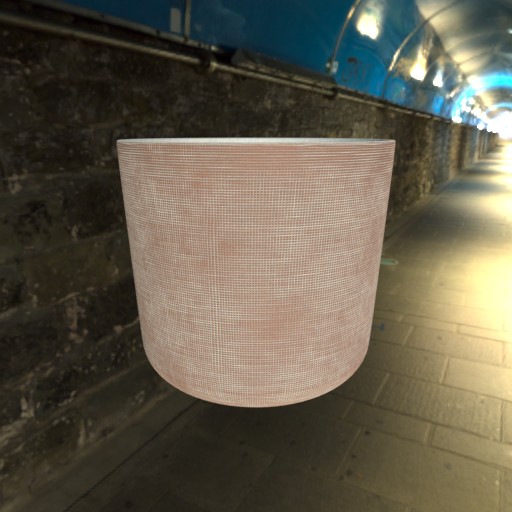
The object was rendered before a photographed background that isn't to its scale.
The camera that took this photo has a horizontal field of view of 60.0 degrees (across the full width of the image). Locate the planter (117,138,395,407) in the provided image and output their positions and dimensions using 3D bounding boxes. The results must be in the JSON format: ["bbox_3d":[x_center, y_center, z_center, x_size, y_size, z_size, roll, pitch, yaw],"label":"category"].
[{"bbox_3d":[0.000,0.000,0.783,0.440,0.398,0.440,0,16,0],"label":"planter"}]
